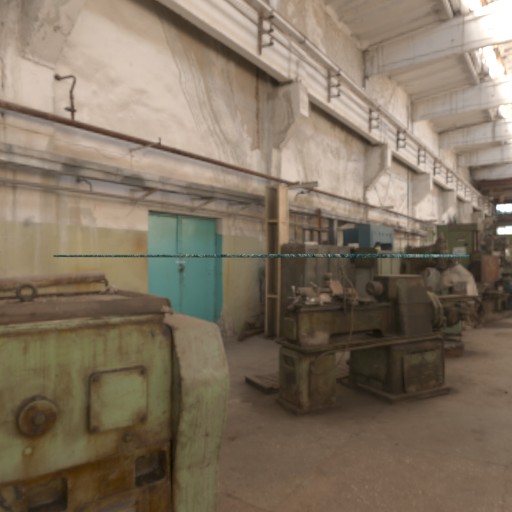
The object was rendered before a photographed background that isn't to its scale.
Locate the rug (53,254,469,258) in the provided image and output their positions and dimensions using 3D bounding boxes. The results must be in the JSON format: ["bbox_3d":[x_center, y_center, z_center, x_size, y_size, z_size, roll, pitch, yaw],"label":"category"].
[{"bbox_3d":[0.000,0.000,2.893,2.277,0.015,1.490,0,0,36],"label":"rug"}]
